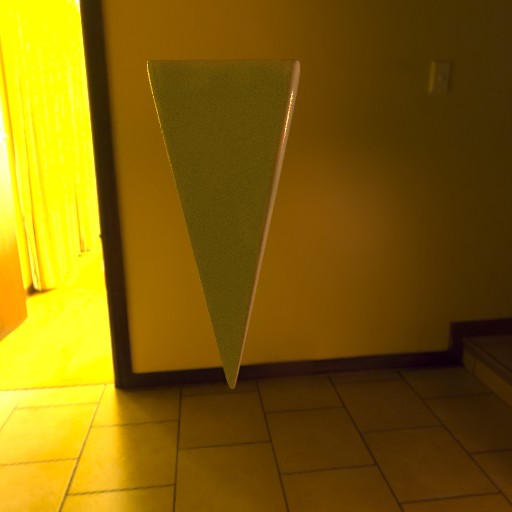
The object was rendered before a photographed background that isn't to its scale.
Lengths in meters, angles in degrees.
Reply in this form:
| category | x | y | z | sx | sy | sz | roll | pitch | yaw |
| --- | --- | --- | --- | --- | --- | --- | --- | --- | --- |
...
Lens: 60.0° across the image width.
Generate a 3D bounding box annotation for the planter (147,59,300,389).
| category | x | y | z | sx | sy | sz | roll | pitch | yaw |
| --- | --- | --- | --- | --- | --- | --- | --- | --- | --- |
| planter | 0.000 | 0.000 | 0.215 | 0.080 | 0.178 | 0.064 | -8 | 17 | -26 |
